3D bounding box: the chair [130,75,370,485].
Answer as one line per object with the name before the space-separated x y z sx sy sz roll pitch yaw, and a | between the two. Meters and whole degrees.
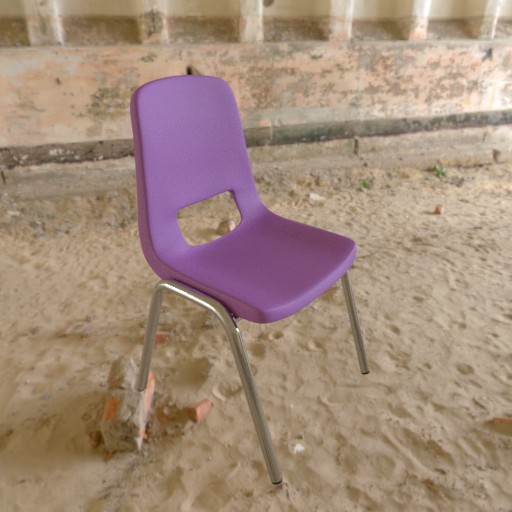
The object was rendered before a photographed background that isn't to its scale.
chair | 0.000 0.000 0.671 0.301 0.493 0.291 19 33 33
